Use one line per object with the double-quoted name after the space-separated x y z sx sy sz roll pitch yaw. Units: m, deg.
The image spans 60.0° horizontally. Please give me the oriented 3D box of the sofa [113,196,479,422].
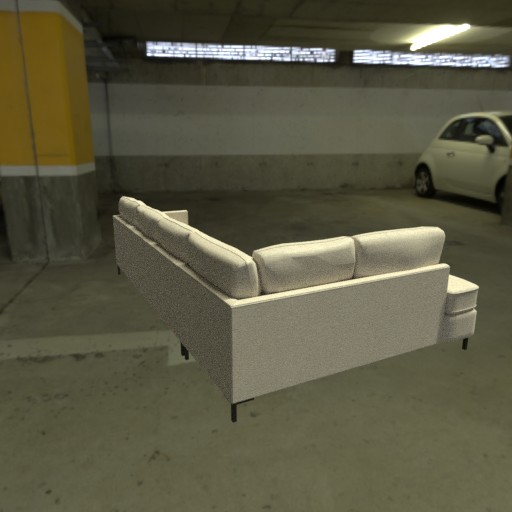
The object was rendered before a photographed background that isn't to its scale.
0.000 0.000 4.302 2.048 0.996 3.384 -8 16 -27 "sofa"
